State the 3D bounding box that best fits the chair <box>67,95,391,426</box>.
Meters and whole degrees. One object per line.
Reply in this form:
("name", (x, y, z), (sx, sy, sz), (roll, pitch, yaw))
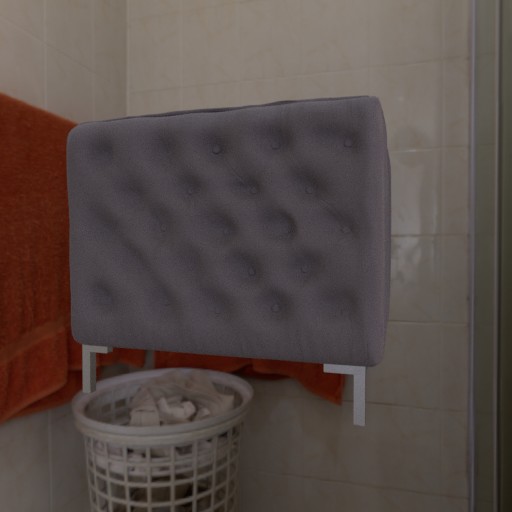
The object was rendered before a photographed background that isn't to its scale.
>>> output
("chair", (0.000, 0.000, 1.574), (0.913, 0.807, 0.946), (0, 1, 18))
